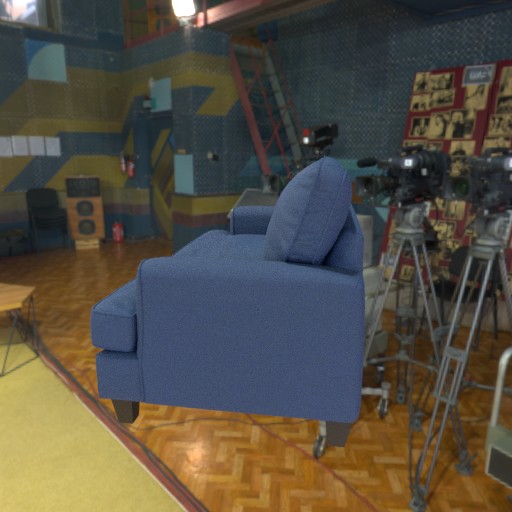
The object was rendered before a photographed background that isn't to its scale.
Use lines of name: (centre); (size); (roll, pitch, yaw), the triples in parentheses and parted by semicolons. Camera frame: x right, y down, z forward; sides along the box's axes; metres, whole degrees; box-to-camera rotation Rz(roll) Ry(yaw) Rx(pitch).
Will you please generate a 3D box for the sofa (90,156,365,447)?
sofa: (0.000, 0.000, 2.223); (0.965, 0.965, 1.651); (2, 13, 9)
